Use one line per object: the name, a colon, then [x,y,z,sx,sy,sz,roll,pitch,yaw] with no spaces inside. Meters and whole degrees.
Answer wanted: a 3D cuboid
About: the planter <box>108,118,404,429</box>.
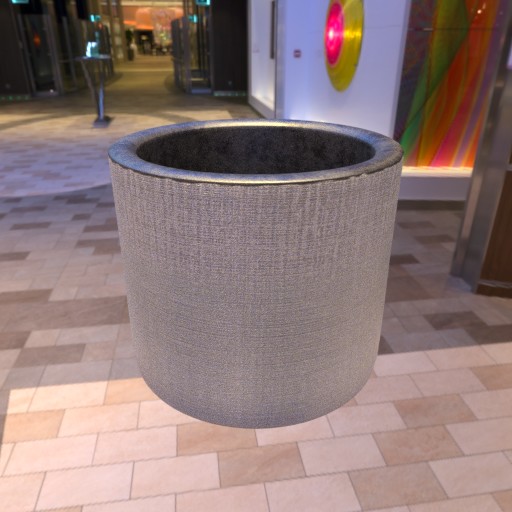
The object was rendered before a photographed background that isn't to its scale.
planter: [0.000,0.000,0.216,0.125,0.112,0.125,0,26,0]
